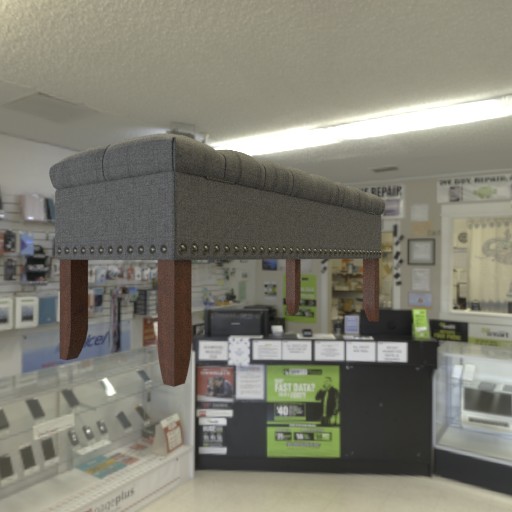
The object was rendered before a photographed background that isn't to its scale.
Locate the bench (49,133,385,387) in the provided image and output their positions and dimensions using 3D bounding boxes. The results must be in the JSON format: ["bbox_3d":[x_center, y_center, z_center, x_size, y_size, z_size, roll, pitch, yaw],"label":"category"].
[{"bbox_3d":[0.000,0.000,1.312,0.417,0.470,1.052,0,0,36],"label":"bench"}]
